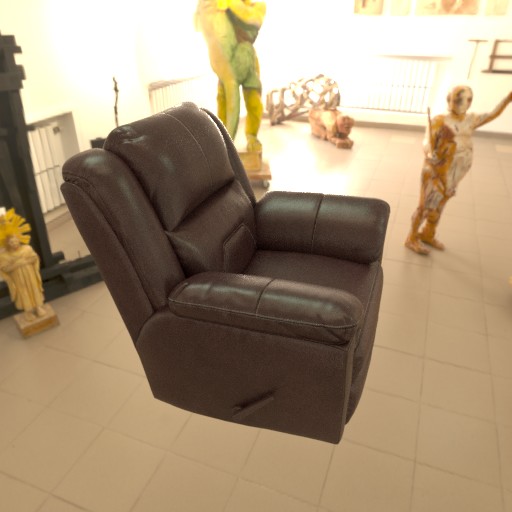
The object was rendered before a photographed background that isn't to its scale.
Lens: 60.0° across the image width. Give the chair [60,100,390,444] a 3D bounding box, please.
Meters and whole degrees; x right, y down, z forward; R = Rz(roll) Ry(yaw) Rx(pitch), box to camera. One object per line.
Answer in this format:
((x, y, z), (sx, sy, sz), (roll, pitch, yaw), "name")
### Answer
((0.000, 0.000, 1.830), (1.041, 1.093, 0.990), (11, 32, 18), "chair")
